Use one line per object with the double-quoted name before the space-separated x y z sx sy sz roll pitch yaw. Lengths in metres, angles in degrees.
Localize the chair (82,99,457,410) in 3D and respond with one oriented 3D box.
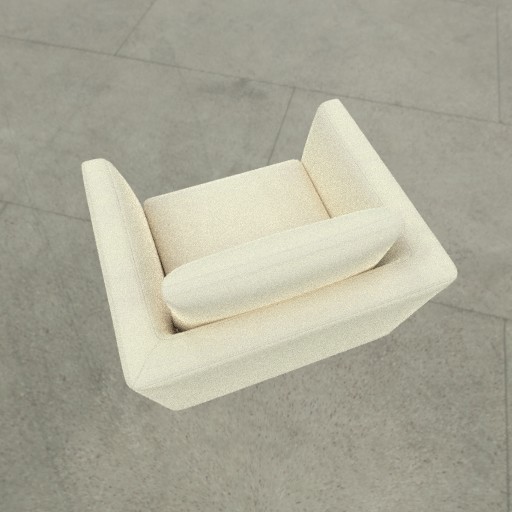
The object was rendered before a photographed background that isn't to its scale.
"chair" 0.000 0.000 1.683 1.041 0.865 0.889 -17 60 -10
